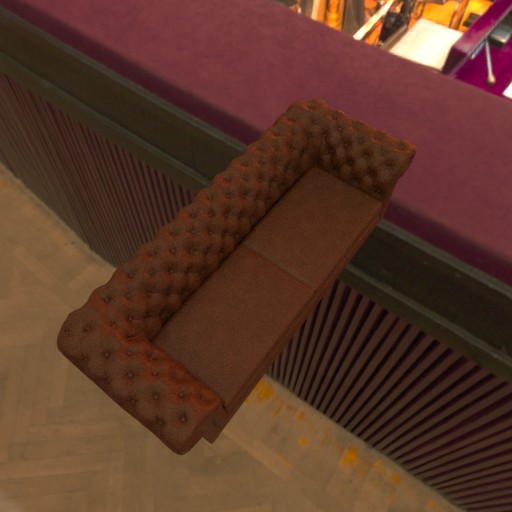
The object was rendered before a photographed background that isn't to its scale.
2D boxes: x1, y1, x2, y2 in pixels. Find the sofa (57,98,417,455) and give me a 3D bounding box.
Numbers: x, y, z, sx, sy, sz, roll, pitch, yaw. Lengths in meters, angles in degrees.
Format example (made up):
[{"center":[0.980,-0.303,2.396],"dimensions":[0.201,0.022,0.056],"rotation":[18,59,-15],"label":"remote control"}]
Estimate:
[{"center":[0.000,0.000,2.863],"dimensions":[0.944,0.783,2.385],"rotation":[33,64,18],"label":"sofa"}]
